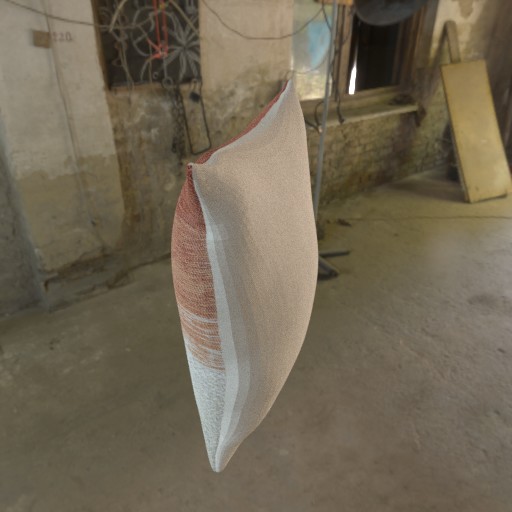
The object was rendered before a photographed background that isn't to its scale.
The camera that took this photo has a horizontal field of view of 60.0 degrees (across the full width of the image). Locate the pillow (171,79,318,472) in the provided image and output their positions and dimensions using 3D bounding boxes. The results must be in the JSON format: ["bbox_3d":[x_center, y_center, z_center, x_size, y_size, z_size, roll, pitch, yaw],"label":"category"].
[{"bbox_3d":[0.000,0.000,0.667,0.182,0.441,0.440,8,31,14],"label":"pillow"}]
